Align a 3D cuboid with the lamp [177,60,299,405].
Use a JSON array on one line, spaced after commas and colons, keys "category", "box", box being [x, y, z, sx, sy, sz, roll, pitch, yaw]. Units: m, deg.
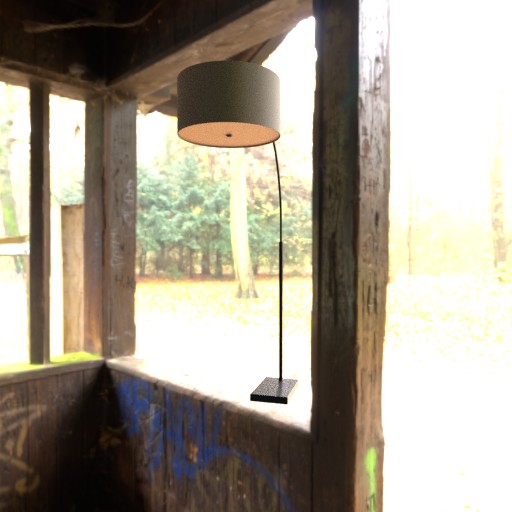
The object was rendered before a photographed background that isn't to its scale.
[{"category": "lamp", "box": [0.000, 0.000, 2.588, 0.493, 1.927, 1.424, 0, 1, 16]}]
